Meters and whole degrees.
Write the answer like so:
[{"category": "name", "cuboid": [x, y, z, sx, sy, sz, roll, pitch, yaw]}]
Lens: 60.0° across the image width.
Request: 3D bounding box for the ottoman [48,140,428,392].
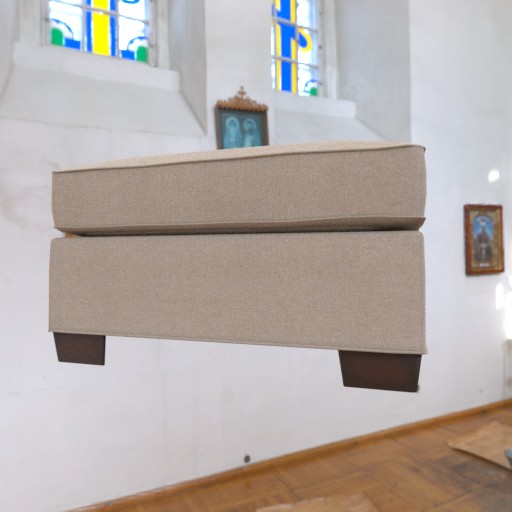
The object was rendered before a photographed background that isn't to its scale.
[{"category": "ottoman", "cuboid": [0.000, 0.000, 1.200, 0.846, 0.503, 0.617, 0, -1, 18]}]
